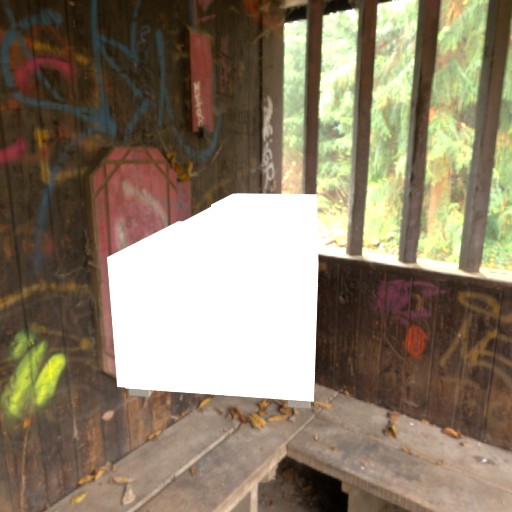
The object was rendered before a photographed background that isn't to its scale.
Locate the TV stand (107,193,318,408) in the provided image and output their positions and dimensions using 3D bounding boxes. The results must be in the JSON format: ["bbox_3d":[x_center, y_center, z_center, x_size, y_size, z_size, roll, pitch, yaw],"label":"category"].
[{"bbox_3d":[0.000,0.000,1.573,0.420,0.310,1.400,2,13,7],"label":"TV stand"}]
